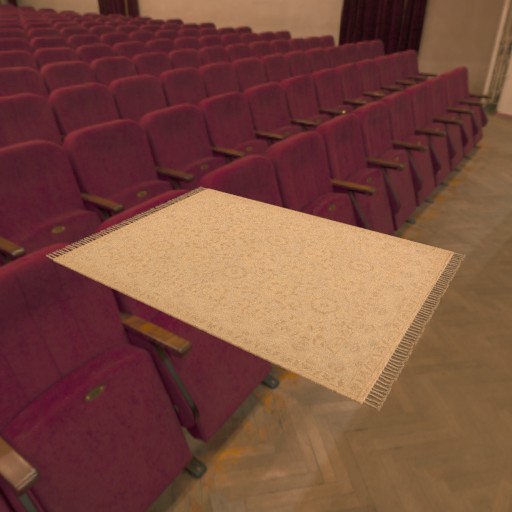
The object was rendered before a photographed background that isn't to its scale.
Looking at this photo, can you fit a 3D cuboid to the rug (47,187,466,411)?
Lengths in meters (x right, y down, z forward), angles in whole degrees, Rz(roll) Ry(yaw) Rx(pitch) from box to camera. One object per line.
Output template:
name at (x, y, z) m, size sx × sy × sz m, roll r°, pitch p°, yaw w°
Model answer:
rug at (0.000, 0.000, 2.271) m, size 1.771 × 0.015 × 1.223 m, roll 18°, pitch 34°, yaw 29°
